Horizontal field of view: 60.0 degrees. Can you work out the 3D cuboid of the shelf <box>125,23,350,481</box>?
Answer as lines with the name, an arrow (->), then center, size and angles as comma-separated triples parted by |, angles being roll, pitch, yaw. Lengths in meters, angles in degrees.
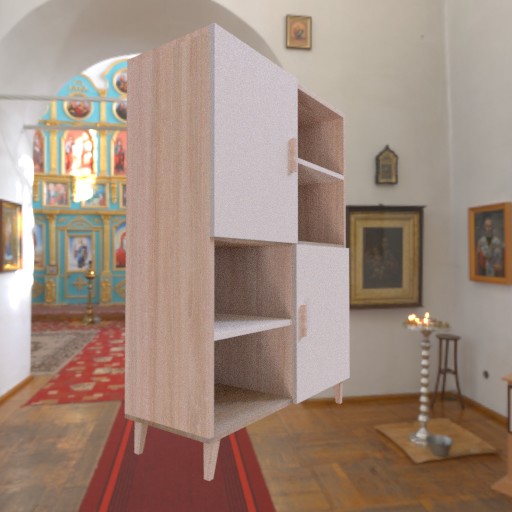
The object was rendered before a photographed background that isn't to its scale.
shelf -> 0.000, 0.000, 1.861 | 0.434, 1.405, 0.995 | -1, -2, 36
